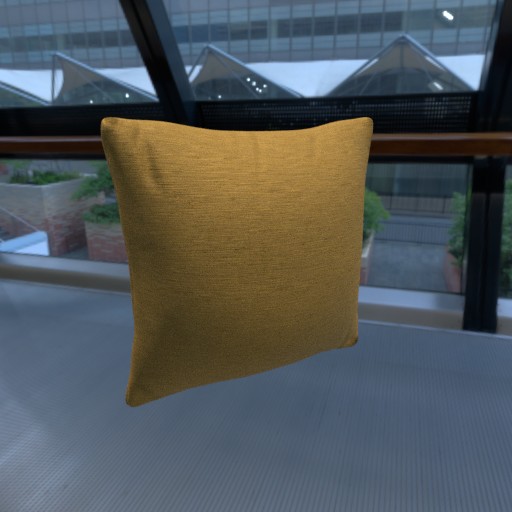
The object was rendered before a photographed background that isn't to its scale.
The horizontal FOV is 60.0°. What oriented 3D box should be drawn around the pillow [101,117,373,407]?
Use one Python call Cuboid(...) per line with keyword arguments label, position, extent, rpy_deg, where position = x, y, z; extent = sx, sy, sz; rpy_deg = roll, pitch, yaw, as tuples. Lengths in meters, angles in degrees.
Cuboid(label="pillow", position=(0.000, 0.000, 0.697), extent=(0.435, 0.417, 0.247), rpy_deg=(-9, 19, -26))
